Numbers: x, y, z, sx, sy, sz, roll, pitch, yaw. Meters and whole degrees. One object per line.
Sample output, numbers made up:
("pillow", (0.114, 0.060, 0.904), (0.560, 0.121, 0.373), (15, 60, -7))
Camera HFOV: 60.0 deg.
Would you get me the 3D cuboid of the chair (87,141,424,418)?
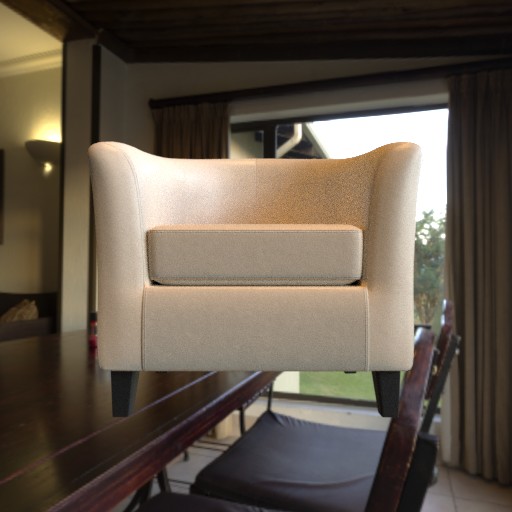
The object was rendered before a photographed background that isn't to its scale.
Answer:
("chair", (0.000, 0.000, 1.355), (0.792, 0.756, 0.727), (0, -1, 0))
